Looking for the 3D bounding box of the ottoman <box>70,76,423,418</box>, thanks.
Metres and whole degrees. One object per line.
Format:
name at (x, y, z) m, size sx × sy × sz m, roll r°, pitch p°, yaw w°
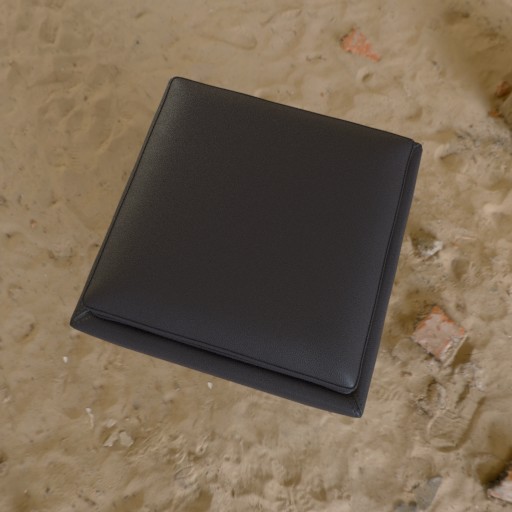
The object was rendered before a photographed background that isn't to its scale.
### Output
ottoman at (0.000, 0.000, 0.820) m, size 0.451 × 0.460 × 0.450 m, roll 16°, pitch 75°, yaw 4°
